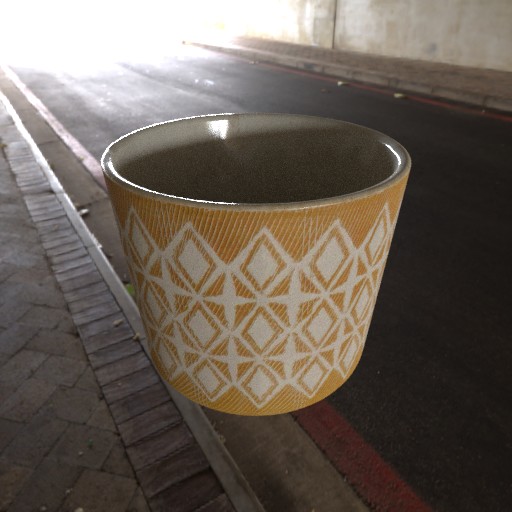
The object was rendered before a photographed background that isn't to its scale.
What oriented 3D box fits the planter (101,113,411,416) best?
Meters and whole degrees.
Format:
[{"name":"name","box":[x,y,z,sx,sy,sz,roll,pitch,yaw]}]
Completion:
[{"name":"planter","box":[0.000,0.000,0.329,0.193,0.165,0.193,0,30,0]}]
